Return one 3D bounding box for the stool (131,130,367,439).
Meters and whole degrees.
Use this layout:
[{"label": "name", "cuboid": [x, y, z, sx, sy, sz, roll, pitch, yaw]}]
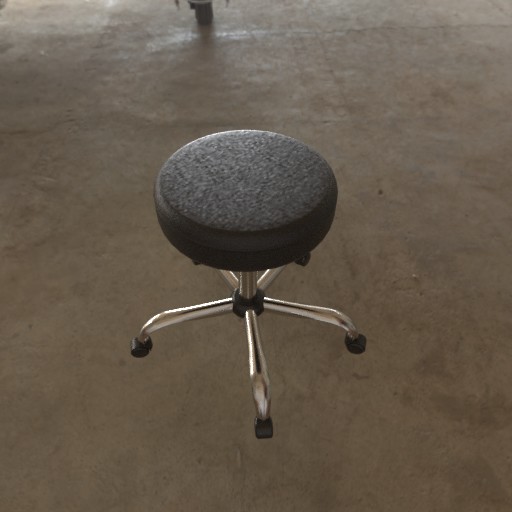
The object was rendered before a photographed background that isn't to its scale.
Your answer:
[{"label": "stool", "cuboid": [0.000, 0.000, 1.188, 0.673, 0.576, 0.638, 26, 52, 23]}]
